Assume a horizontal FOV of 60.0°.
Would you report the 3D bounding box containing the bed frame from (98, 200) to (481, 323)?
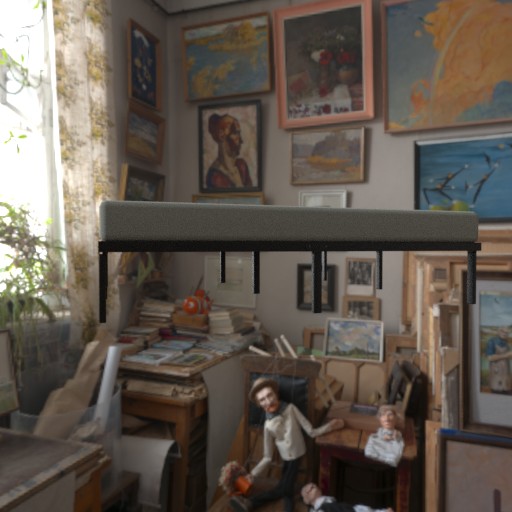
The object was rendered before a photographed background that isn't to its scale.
[{"bbox_3d":[0.000,0.000,4.004,2.635,0.680,2.526,0,1,-18],"label":"bed frame"}]
